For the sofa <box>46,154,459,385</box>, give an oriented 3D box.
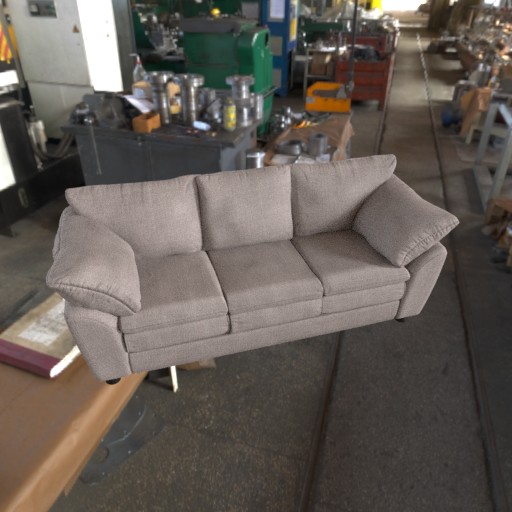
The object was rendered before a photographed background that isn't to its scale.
[{"bbox_3d":[0.000,0.000,2.851,2.334,0.996,0.878,-9,33,-14],"label":"sofa"}]
